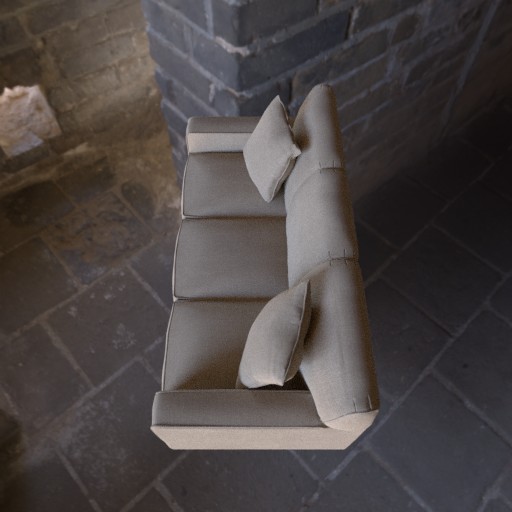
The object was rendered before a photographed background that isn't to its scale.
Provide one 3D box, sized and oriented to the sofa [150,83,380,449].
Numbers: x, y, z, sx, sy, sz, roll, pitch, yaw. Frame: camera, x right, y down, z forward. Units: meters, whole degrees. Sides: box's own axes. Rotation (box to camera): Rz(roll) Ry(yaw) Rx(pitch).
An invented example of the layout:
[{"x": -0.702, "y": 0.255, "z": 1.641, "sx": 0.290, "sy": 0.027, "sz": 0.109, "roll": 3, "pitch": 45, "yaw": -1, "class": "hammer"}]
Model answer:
[{"x": 0.000, "y": 0.000, "z": 2.596, "sx": 0.997, "sy": 0.958, "sz": 2.024, "roll": 0, "pitch": 58, "yaw": 0, "class": "sofa"}]
